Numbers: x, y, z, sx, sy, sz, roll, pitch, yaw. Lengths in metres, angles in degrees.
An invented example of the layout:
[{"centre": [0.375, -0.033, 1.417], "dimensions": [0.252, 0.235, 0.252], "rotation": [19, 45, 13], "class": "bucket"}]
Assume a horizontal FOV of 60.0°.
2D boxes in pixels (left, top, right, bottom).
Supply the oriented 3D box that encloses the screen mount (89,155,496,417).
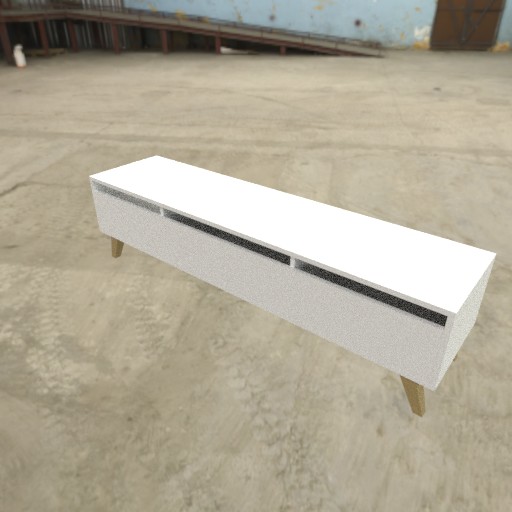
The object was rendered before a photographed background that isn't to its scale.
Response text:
[{"centre": [0.000, 0.000, 1.831], "dimensions": [1.644, 0.432, 0.399], "rotation": [22, 37, 33], "class": "screen mount"}]
